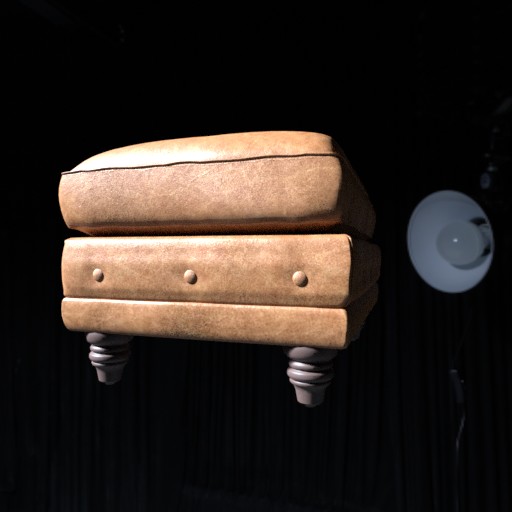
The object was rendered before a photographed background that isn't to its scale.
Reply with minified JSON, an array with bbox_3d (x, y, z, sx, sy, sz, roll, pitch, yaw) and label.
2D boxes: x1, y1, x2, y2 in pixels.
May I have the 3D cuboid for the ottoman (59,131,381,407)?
[{"bbox_3d":[0.000,0.000,1.044,0.533,0.480,0.710,0,0,19],"label":"ottoman"}]
